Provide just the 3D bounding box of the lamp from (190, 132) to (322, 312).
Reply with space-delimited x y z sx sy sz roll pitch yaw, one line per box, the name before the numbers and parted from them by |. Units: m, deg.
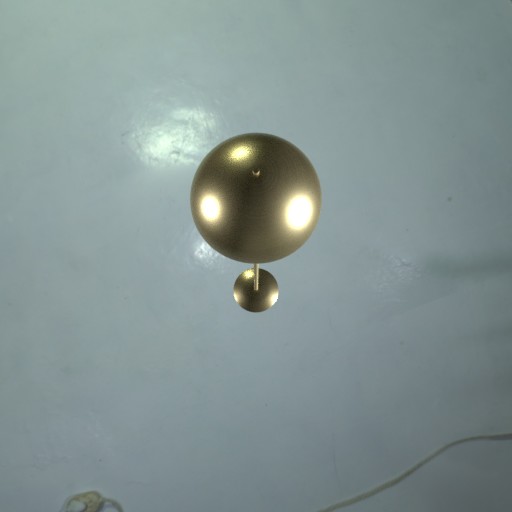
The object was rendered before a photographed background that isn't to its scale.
lamp | 0.000 0.000 1.661 0.328 1.480 0.328 -22 77 -6
